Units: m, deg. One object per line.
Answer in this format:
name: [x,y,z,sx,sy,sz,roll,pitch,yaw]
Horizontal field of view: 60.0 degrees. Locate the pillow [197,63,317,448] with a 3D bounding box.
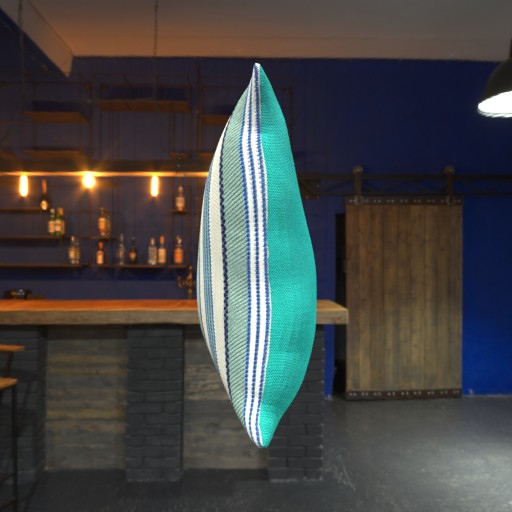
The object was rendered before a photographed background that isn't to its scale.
pillow: [0.000,0.000,0.704,0.182,0.441,0.440,0,0,0]
